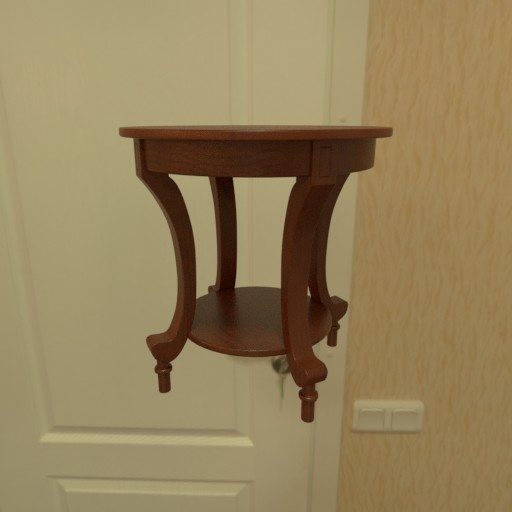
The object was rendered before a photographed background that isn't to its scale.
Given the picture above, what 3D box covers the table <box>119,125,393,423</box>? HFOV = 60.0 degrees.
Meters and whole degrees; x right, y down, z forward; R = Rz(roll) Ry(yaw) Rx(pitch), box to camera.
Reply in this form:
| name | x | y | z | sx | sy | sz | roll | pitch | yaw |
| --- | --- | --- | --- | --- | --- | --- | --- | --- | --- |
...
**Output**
| name | x | y | z | sx | sy | sz | roll | pitch | yaw |
| --- | --- | --- | --- | --- | --- | --- | --- | --- | --- |
| table | 0.000 | 0.000 | 1.094 | 0.597 | 0.612 | 0.597 | 0 | 17 | 0 |
